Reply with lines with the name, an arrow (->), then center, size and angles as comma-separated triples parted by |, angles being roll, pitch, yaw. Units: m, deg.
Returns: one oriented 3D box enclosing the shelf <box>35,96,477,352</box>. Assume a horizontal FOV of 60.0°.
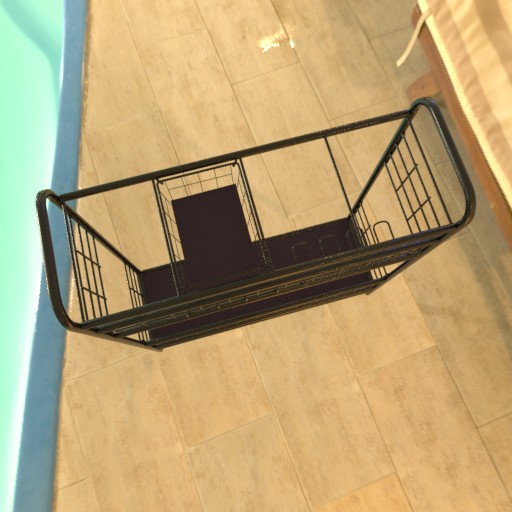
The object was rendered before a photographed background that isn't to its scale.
shelf -> 0.000, 0.000, 1.478 | 0.961, 1.026, 0.350 | -15, 75, -4
